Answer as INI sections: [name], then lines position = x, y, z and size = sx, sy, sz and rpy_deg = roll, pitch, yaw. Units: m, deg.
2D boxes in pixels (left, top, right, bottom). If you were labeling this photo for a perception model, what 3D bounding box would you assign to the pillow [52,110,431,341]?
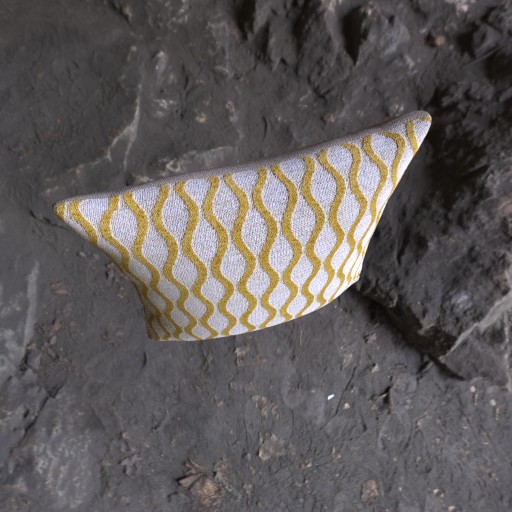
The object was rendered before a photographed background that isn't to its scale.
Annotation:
[pillow]
position = 0.000, 0.000, 0.663
size = 0.429, 0.436, 0.159
rpy_deg = -16, 63, -8
